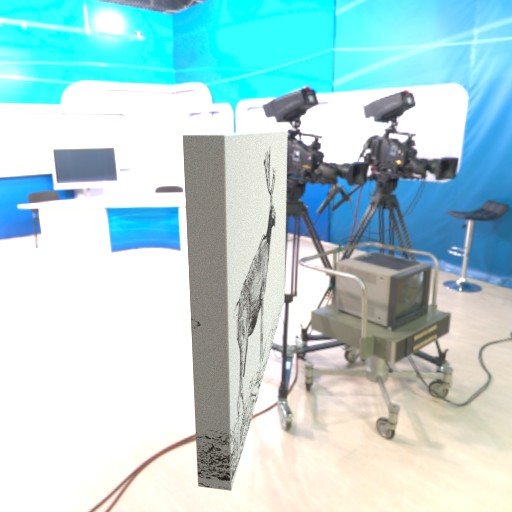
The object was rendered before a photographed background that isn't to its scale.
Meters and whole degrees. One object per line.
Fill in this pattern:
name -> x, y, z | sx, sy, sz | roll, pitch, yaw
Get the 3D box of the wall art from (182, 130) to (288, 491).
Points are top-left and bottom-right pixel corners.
wall art -> 0.000, 0.000, 0.768 | 0.042, 0.414, 0.608 | 3, 16, 9
